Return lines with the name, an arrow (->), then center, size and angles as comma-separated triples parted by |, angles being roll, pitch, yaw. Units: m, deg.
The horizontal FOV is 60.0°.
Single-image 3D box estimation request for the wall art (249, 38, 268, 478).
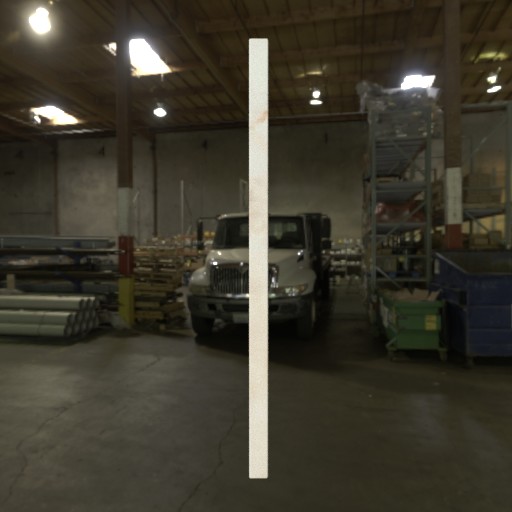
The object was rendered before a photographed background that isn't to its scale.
wall art -> 0.000, 0.000, 1.338 | 0.038, 0.889, 0.889 | 0, 1, -1
